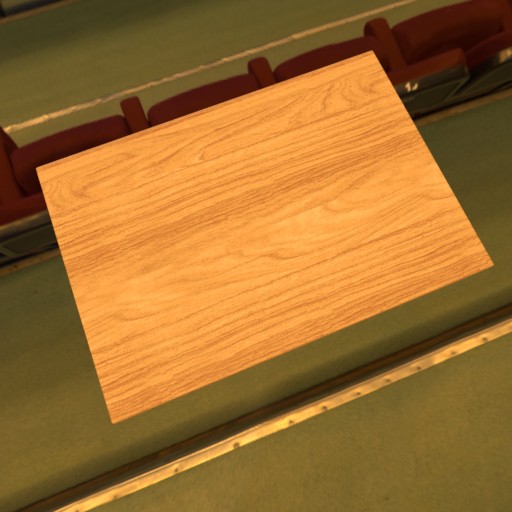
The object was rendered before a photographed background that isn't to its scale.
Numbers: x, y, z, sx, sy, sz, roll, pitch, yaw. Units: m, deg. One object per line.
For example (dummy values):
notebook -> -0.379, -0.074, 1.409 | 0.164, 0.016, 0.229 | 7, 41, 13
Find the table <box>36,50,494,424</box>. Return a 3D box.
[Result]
table -> 0.000, 0.000, 0.786 | 0.500, 0.440, 0.360 | -21, 76, -6
